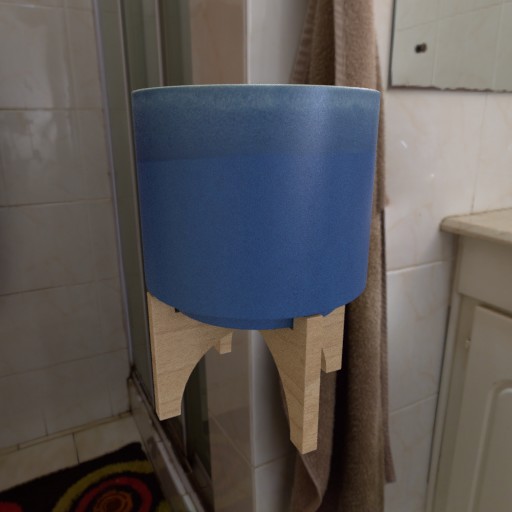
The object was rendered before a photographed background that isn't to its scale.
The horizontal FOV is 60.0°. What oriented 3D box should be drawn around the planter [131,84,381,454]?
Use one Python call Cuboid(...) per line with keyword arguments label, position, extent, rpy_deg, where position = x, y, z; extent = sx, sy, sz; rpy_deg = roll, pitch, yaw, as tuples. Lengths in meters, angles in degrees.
Cuboid(label="planter", position=(0.000, 0.000, 0.533), extent=(0.261, 0.367, 0.261), rpy_deg=(0, 17, 0))
